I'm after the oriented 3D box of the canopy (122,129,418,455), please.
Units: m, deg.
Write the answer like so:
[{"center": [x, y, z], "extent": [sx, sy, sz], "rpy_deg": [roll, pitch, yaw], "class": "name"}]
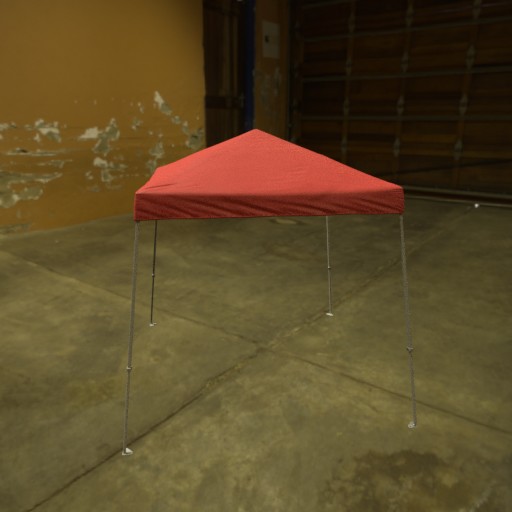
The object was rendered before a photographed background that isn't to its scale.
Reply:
[{"center": [0.000, 0.000, 5.175], "extent": [2.849, 2.849, 2.848], "rpy_deg": [-2, 16, -8], "class": "canopy"}]
